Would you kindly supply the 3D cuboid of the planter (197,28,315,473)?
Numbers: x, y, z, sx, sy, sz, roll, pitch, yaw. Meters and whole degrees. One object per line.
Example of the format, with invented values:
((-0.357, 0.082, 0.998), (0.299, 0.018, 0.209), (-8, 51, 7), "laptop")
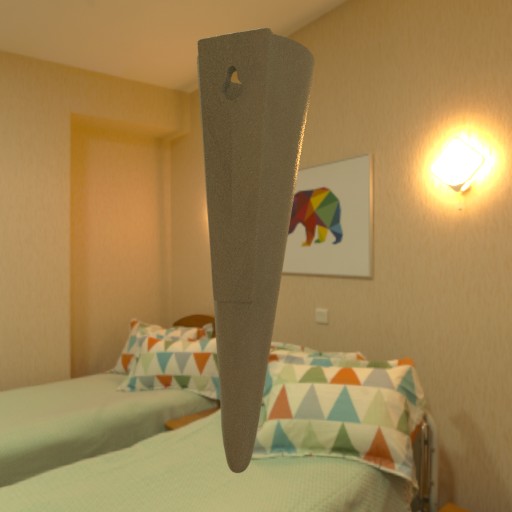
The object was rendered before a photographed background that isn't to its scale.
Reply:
((0.000, 0.000, 0.220), (0.057, 0.191, 0.064), (0, 0, 19), "planter")
